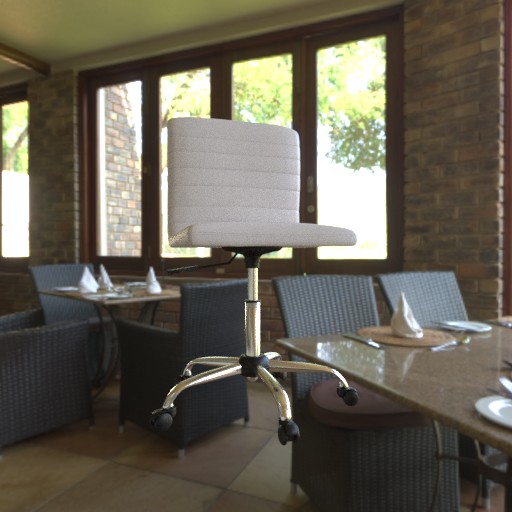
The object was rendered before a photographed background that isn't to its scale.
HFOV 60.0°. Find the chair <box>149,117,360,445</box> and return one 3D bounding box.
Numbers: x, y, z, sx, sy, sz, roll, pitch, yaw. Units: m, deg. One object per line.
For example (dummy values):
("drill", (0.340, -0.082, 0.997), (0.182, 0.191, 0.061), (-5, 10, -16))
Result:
("chair", (0.000, 0.000, 1.083), (0.520, 0.750, 0.455), (0, 1, -18))
